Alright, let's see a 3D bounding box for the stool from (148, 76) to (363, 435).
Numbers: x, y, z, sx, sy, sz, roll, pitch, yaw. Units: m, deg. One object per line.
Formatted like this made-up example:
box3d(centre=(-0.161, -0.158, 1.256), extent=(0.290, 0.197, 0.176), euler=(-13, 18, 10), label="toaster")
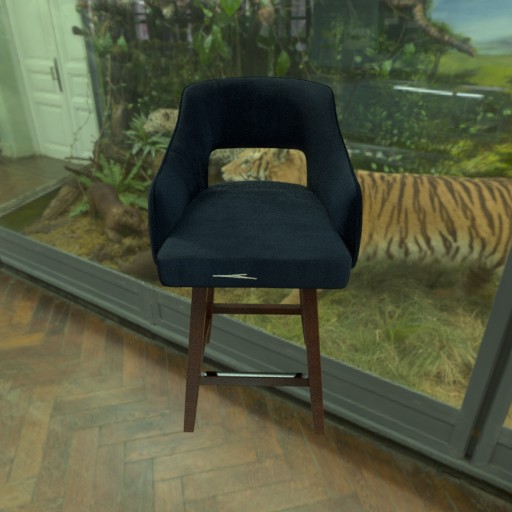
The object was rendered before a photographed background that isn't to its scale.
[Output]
box3d(centre=(0.000, 0.000, 1.326), extent=(0.550, 0.940, 0.560), euler=(1, 29, 1), label="stool")
